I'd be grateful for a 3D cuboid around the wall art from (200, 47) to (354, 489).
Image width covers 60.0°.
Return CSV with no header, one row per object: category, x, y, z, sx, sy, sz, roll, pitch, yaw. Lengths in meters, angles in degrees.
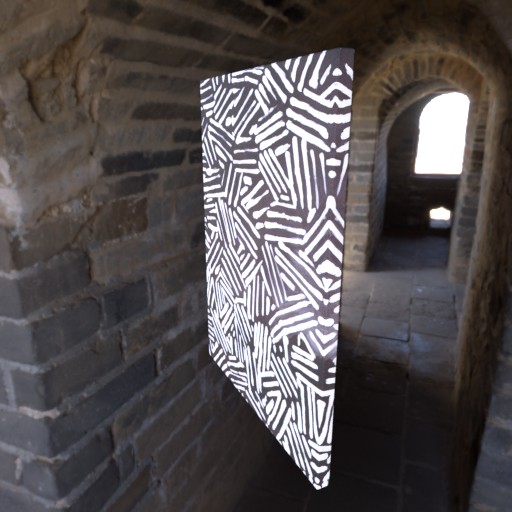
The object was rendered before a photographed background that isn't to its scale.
wall art,0.000,0.000,1.300,0.038,1.017,0.765,-8,19,-25
